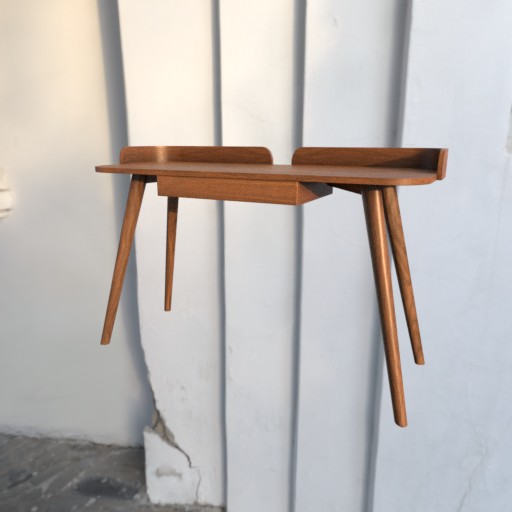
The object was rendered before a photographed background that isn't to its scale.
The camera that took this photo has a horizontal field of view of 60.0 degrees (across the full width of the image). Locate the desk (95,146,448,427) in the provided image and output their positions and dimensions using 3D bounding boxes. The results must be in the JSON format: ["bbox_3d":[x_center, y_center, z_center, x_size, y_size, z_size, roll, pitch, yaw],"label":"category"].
[{"bbox_3d":[0.000,0.000,1.686,1.256,0.800,0.486,7,16,26],"label":"desk"}]
